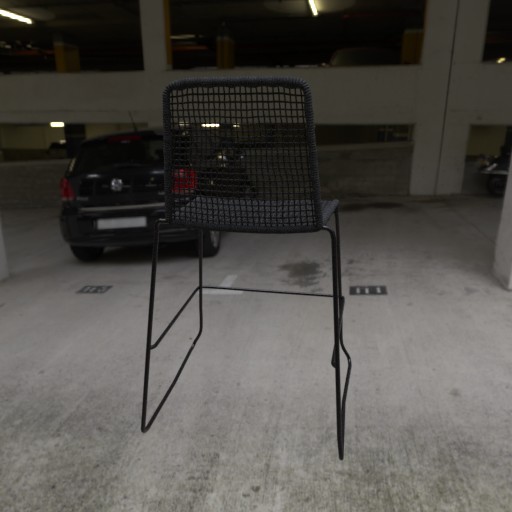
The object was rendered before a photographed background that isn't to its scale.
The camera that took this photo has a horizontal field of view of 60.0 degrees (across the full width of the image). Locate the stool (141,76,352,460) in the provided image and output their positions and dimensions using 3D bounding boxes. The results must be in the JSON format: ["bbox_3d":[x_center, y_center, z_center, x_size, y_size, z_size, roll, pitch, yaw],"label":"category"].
[{"bbox_3d":[0.000,0.000,1.255,0.590,0.905,0.509,3,17,11],"label":"stool"}]
